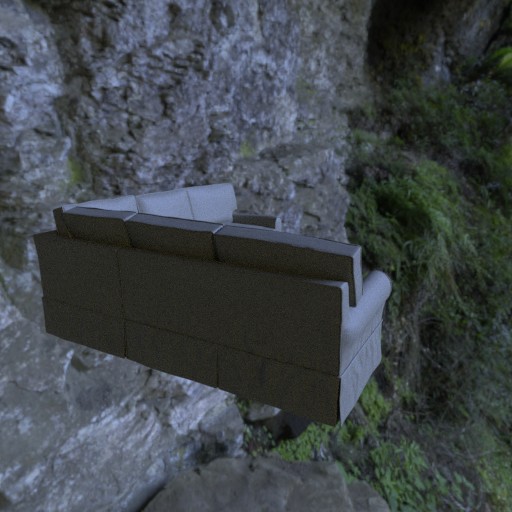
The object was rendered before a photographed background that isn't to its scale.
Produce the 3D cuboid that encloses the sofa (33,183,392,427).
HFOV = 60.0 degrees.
[{"bbox_3d":[0.000,0.000,4.057,2.618,1.081,2.623,8,17,28],"label":"sofa"}]
